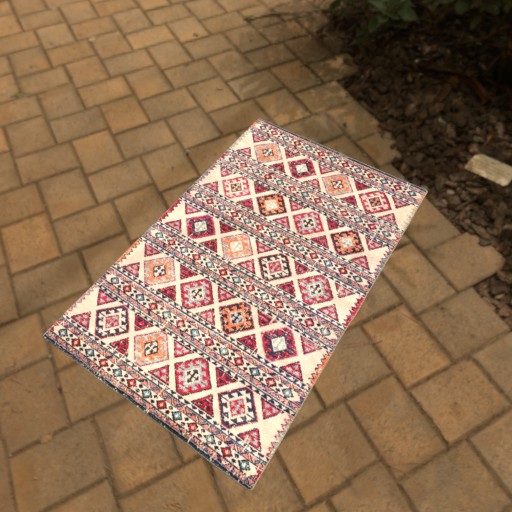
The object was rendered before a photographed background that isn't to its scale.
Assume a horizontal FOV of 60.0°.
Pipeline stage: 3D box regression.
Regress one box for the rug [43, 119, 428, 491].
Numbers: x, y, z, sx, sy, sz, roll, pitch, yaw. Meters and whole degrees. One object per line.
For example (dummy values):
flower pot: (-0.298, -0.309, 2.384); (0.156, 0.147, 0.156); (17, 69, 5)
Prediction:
rug: (0.000, 0.000, 3.041); (1.545, 0.010, 2.440); (29, 61, 18)
